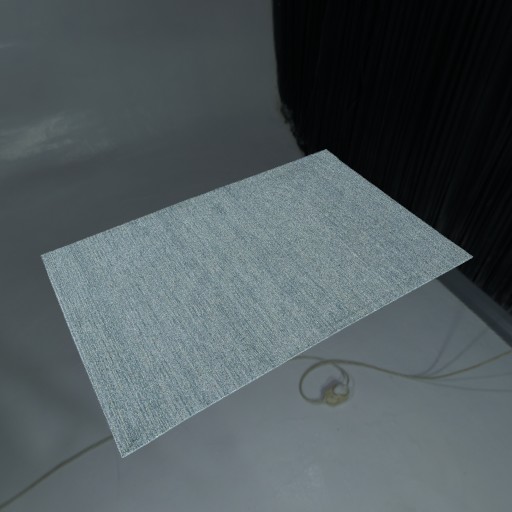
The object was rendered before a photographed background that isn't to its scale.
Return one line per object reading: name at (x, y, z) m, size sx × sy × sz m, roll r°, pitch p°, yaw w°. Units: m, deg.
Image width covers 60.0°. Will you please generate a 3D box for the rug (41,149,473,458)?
rug at (0.000, 0.000, 2.241) m, size 1.853 × 0.022 × 1.174 m, roll -24°, pitch 51°, yaw -22°
